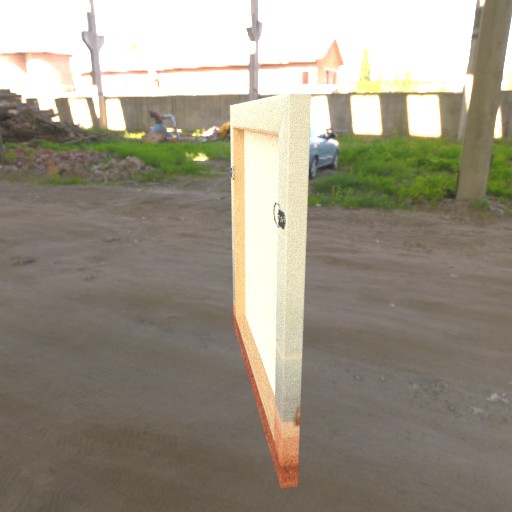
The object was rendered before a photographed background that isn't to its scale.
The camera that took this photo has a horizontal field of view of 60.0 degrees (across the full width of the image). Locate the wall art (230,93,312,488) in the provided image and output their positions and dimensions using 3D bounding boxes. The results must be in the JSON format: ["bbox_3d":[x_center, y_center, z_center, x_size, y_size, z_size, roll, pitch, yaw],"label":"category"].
[{"bbox_3d":[0.000,0.000,0.614,0.023,0.405,0.405,-3,18,-10],"label":"wall art"}]
